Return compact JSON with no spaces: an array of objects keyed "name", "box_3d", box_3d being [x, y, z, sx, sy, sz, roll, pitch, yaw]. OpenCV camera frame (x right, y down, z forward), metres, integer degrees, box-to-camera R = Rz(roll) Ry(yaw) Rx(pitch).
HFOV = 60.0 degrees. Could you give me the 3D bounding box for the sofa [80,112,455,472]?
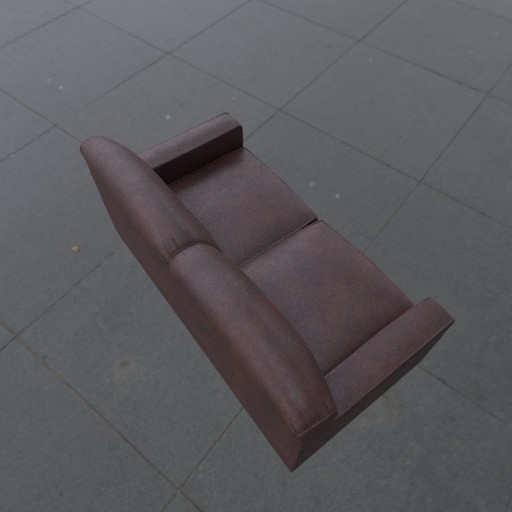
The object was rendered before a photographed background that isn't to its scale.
[{"name":"sofa","box_3d":[0.000,0.000,2.411,1.000,0.966,1.856,-32,62,-20]}]
